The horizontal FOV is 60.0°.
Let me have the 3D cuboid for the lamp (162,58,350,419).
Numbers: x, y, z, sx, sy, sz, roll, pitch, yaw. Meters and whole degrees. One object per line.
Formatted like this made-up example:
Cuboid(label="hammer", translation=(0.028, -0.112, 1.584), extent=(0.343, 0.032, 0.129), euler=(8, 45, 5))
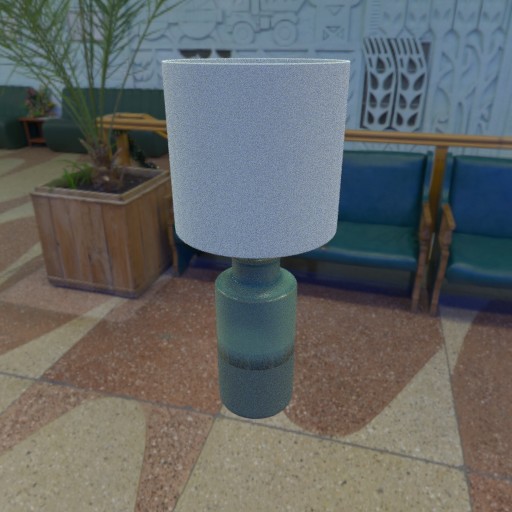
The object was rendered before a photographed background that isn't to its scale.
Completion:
Cuboid(label="lamp", translation=(0.000, 0.000, 0.611), extent=(0.212, 0.493, 0.212), euler=(8, 26, 16))
